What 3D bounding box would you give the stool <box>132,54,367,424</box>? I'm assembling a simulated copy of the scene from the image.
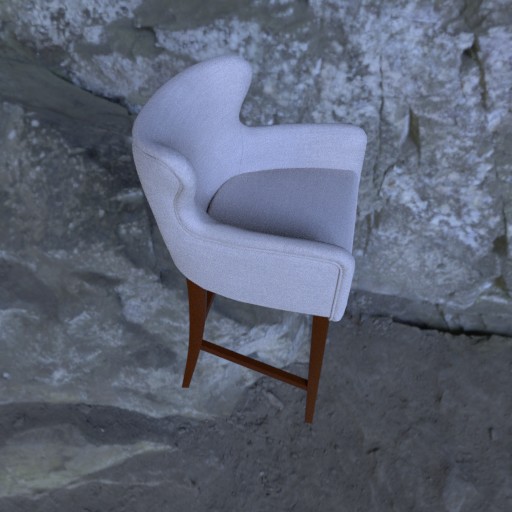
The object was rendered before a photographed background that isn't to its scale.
[{"bbox_3d":[0.000,0.000,1.392,0.563,1.034,0.556,9,47,9],"label":"stool"}]
